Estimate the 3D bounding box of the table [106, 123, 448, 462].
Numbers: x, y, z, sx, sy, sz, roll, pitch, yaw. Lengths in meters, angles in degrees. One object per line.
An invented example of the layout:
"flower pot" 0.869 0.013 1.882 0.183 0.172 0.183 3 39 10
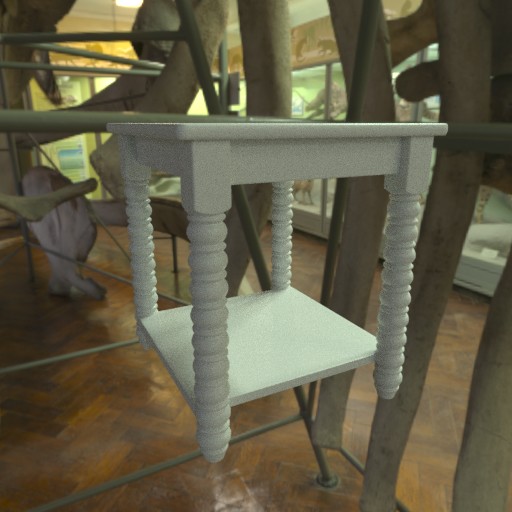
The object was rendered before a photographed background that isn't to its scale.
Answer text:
"table" 0.000 0.000 0.981 0.500 0.563 0.533 -9 19 -26
